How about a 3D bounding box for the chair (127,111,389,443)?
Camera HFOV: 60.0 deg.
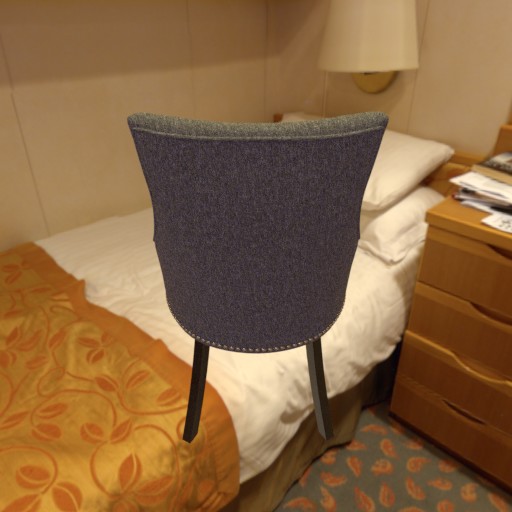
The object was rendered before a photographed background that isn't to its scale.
[{"bbox_3d":[0.000,0.000,1.286,0.566,0.909,0.629,-1,30,-1],"label":"chair"}]
